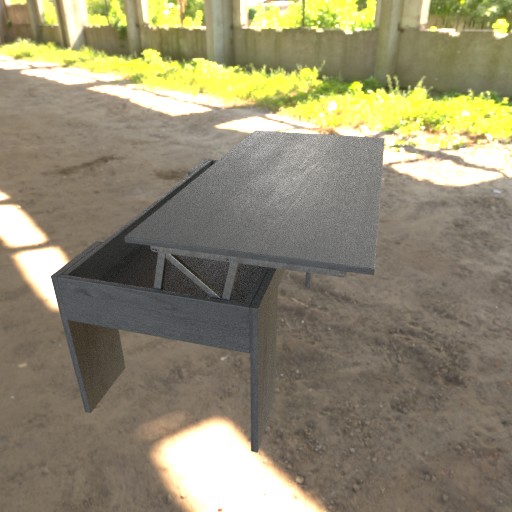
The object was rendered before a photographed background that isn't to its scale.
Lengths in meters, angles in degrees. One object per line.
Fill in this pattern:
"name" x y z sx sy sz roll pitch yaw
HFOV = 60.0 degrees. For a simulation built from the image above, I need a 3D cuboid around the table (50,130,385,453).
"table" 0.000 0.000 1.428 0.711 0.570 1.000 7 29 13
